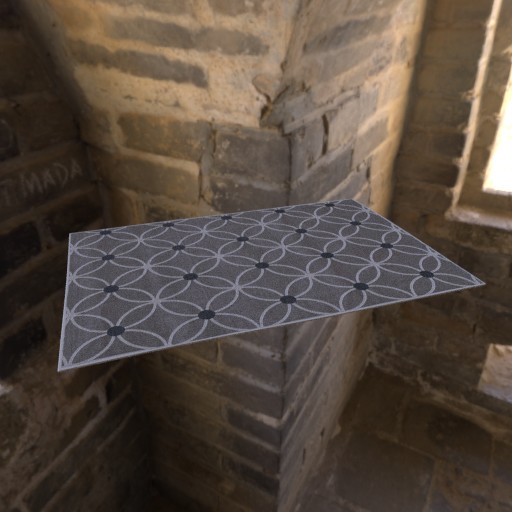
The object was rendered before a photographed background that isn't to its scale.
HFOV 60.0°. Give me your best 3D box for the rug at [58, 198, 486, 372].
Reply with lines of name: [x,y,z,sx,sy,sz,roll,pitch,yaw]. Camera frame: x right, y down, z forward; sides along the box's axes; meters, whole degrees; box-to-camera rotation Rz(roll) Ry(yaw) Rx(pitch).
rug: [0.000,0.000,2.841,2.284,0.008,1.522,-9,28,-17]
